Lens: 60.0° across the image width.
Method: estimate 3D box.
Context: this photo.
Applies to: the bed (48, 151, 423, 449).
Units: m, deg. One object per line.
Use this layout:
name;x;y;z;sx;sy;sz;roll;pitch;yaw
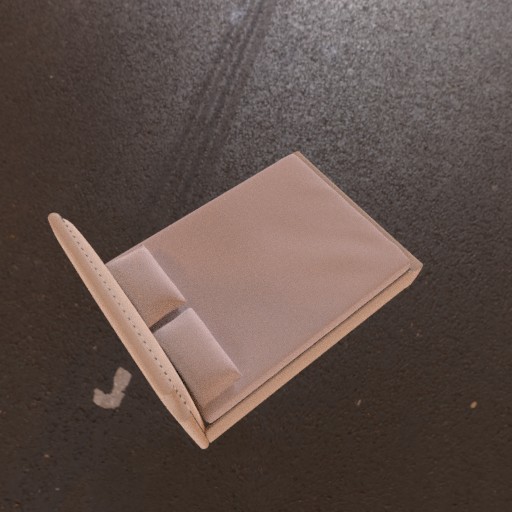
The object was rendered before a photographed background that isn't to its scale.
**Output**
bed;0.000;0.000;3.562;2.372;1.443;1.712;-34;65;-18
